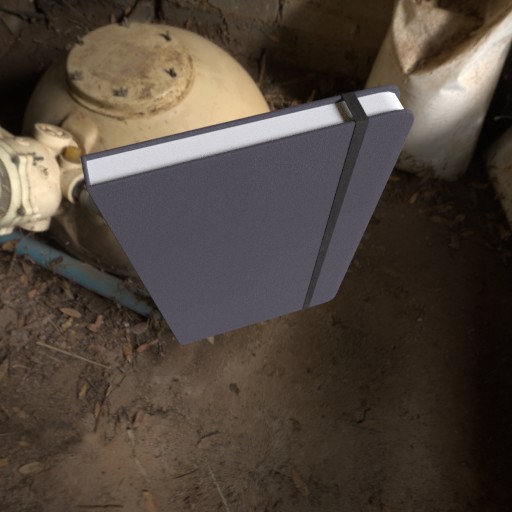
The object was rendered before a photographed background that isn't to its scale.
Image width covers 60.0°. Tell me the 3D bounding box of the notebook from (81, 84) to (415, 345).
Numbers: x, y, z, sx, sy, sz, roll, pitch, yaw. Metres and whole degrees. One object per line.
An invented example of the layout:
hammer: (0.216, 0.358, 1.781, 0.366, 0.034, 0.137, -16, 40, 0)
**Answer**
notebook: (0.000, 0.000, 0.259, 0.127, 0.213, 0.016, -16, 65, -7)
